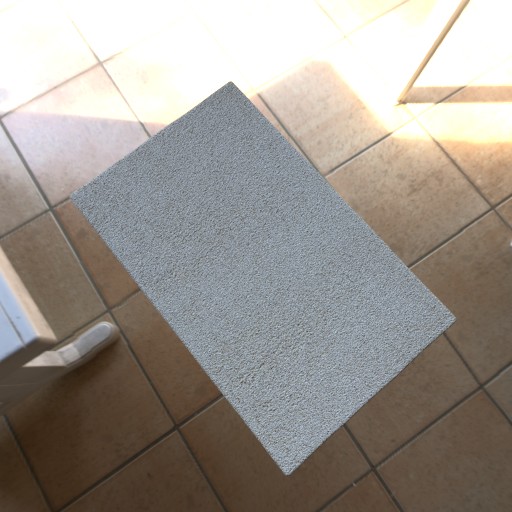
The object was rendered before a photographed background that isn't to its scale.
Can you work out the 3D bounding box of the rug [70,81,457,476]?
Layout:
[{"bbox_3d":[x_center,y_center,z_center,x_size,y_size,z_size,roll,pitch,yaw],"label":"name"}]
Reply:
[{"bbox_3d":[0.000,0.000,3.117,1.524,0.030,2.438,-39,79,-9],"label":"rug"}]
